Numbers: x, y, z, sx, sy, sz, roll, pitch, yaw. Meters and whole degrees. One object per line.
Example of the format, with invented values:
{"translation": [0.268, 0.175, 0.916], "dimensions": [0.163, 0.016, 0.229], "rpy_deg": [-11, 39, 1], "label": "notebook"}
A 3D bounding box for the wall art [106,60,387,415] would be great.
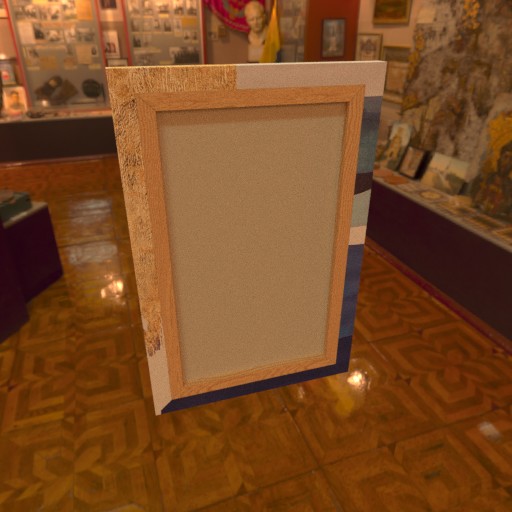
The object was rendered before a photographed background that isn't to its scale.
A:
{"translation": [0.000, 0.000, 1.145], "dimensions": [0.607, 0.911, 0.039], "rpy_deg": [-8, 29, -15], "label": "wall art"}
